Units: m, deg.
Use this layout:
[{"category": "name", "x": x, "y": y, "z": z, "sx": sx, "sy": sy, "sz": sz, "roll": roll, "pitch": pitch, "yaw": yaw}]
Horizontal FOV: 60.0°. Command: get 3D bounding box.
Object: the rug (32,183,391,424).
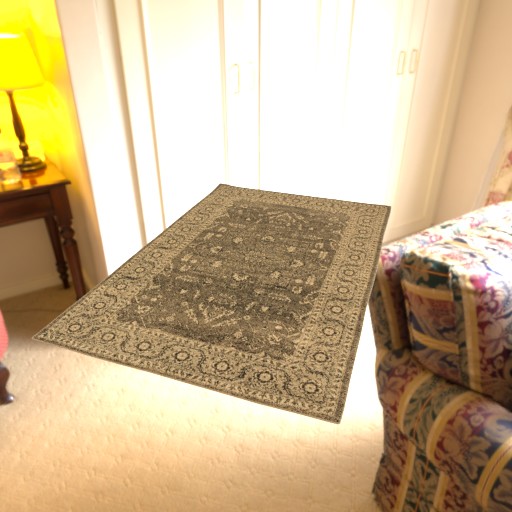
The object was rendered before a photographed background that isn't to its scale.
[{"category": "rug", "x": 0.000, "y": 0.000, "z": 2.289, "sx": 1.209, "sy": 0.019, "sz": 1.828, "roll": 10, "pitch": 31, "yaw": 17}]
